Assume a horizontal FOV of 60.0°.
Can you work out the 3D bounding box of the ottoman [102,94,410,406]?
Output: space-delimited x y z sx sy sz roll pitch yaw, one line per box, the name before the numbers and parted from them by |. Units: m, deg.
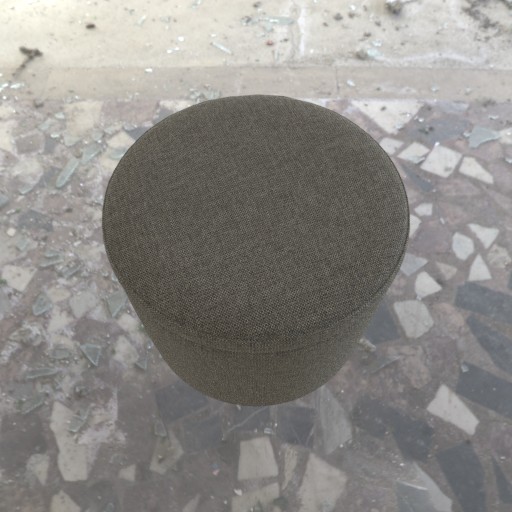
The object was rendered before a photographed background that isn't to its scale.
ottoman | 0.000 0.000 0.908 0.520 0.430 0.520 0 59 0
